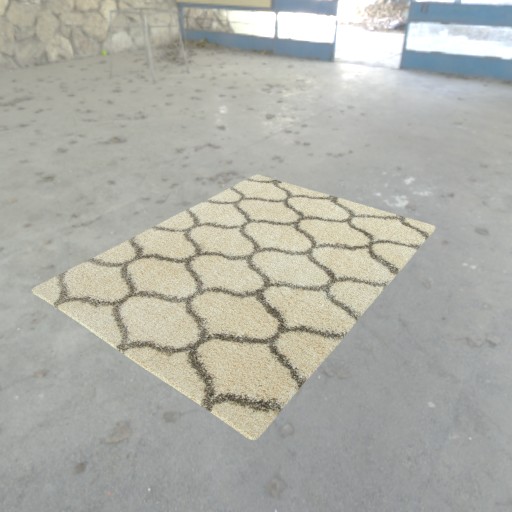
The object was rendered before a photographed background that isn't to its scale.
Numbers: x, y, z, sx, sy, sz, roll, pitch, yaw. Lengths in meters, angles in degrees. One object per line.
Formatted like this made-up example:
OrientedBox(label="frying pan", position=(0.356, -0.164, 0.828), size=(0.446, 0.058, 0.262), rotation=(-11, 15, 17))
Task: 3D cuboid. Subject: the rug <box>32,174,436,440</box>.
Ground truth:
OrientedBox(label="rug", position=(0.000, 0.000, 2.122), size=(1.200, 0.025, 1.600), rotation=(22, 39, 30))
